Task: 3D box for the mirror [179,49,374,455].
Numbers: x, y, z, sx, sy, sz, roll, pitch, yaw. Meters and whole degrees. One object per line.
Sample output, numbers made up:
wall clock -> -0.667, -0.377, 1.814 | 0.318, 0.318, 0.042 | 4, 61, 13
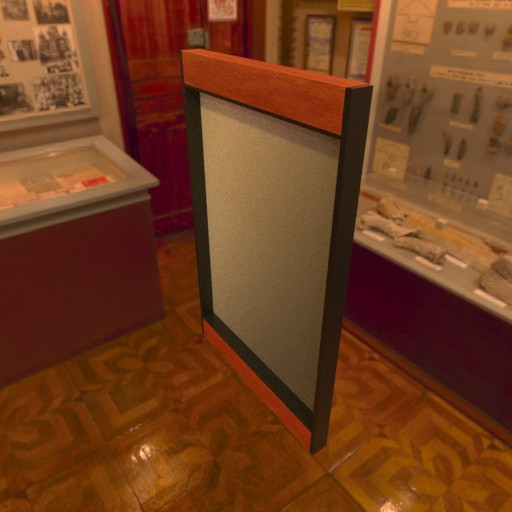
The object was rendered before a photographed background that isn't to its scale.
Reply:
mirror -> 0.000, 0.000, 1.023 | 0.047, 0.823, 0.525 | -20, 37, -30
